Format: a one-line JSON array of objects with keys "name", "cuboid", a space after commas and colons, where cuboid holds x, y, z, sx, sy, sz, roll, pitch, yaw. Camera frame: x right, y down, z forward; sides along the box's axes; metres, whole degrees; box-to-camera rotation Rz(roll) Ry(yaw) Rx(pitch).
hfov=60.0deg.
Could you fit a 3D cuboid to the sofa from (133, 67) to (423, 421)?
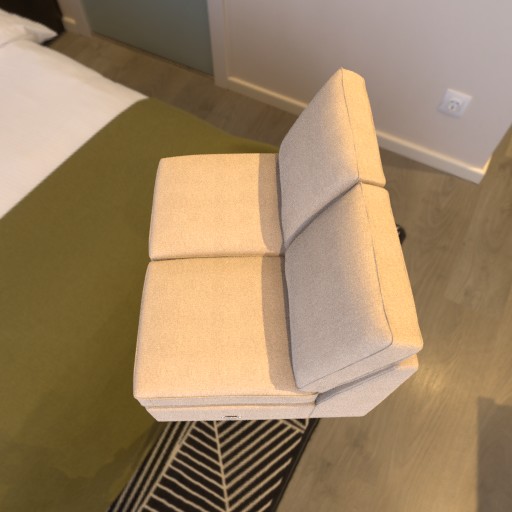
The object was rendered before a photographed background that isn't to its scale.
[{"name": "sofa", "cuboid": [0.000, 0.000, 1.945, 0.978, 1.006, 1.232, -1, 60, -1]}]
